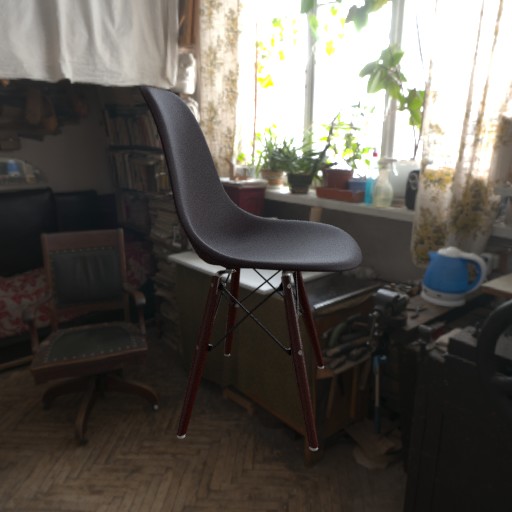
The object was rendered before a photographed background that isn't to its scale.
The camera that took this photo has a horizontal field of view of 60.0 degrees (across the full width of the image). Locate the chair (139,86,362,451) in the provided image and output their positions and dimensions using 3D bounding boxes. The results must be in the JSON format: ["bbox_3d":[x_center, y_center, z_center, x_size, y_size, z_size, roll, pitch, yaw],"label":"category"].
[{"bbox_3d":[0.000,0.000,1.149,0.533,0.826,0.470,3,16,10],"label":"chair"}]
